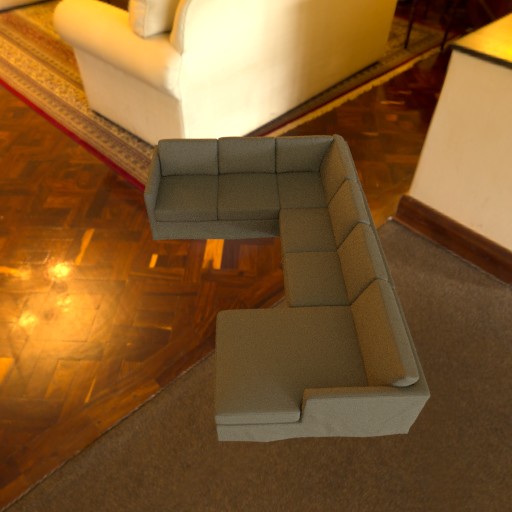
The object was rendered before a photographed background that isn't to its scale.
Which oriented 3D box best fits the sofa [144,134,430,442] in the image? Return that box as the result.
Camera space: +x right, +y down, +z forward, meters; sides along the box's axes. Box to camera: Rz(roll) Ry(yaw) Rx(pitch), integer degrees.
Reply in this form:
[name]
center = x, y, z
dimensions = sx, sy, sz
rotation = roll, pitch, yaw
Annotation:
[sofa]
center = 0.000, 0.000, 4.543
dimensions = 2.427, 0.882, 3.460
rotation = -2, 46, -1
